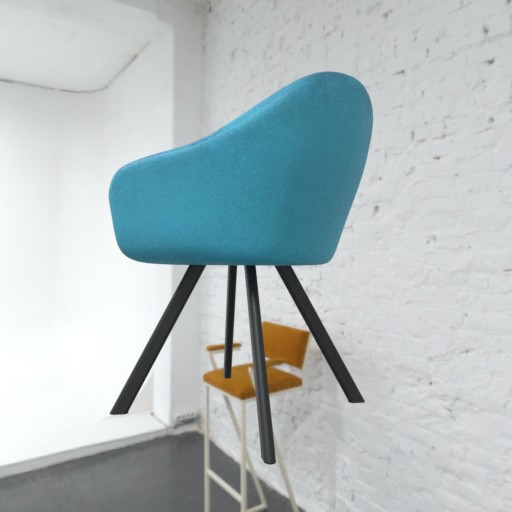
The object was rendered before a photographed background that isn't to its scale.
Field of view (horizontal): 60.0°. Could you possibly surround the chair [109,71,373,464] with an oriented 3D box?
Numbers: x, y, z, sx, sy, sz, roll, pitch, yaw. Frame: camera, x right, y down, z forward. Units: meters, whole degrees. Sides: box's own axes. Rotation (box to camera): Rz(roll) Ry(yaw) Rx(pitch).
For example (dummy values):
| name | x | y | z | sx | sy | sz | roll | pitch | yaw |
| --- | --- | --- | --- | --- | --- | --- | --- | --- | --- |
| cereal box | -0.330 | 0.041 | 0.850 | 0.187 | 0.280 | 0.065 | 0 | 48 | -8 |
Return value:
| name | x | y | z | sx | sy | sz | roll | pitch | yaw |
| --- | --- | --- | --- | --- | --- | --- | --- | --- | --- |
| chair | 0.000 | 0.000 | 1.125 | 0.570 | 0.780 | 0.540 | -1 | -1 | 35 |
